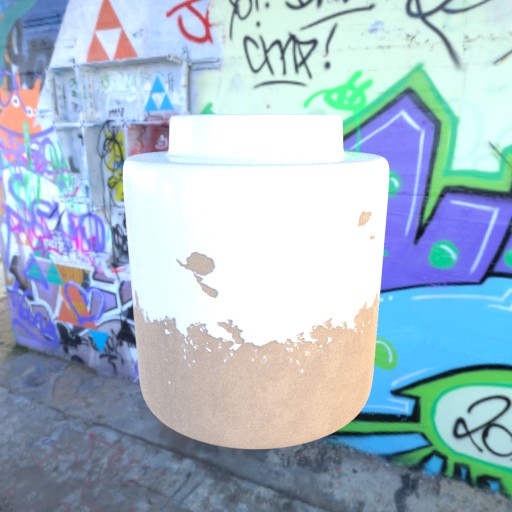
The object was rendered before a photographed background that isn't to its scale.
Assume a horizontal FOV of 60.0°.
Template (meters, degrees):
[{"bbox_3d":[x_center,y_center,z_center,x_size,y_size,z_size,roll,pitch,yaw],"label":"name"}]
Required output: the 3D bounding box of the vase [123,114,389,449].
[{"bbox_3d":[0.000,0.000,0.278,0.153,0.167,0.153,0,16,0],"label":"vase"}]
